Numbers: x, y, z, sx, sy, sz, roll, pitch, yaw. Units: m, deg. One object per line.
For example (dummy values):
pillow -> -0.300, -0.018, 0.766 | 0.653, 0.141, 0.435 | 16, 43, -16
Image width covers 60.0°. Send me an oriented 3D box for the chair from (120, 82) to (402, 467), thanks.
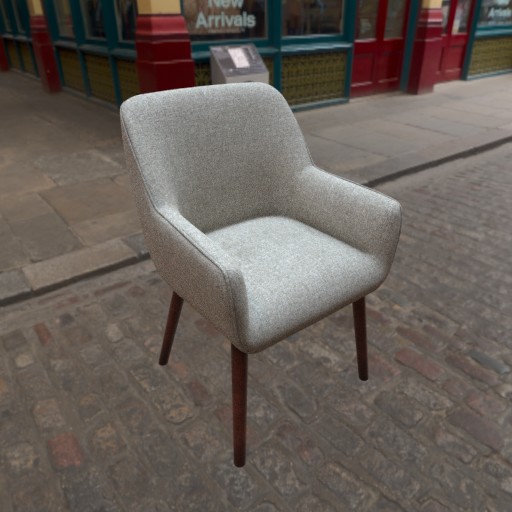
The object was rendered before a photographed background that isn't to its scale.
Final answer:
chair -> 0.000, 0.000, 1.186 | 0.543, 0.803, 0.519 | -21, 35, -33
